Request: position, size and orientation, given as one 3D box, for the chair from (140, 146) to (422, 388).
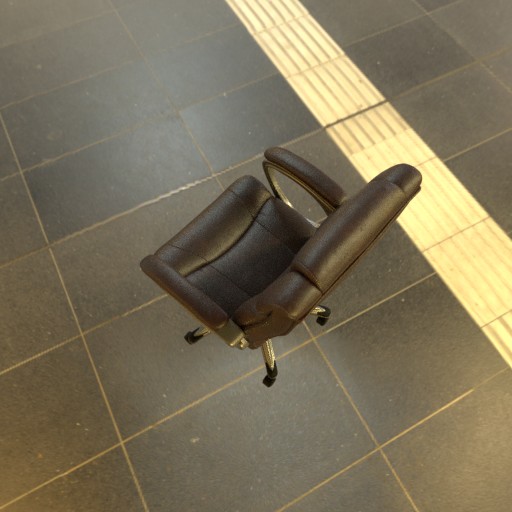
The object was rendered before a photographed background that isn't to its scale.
[{"bbox_3d":[0.000,0.000,1.563,0.692,1.128,0.656,39,70,17],"label":"chair"}]
